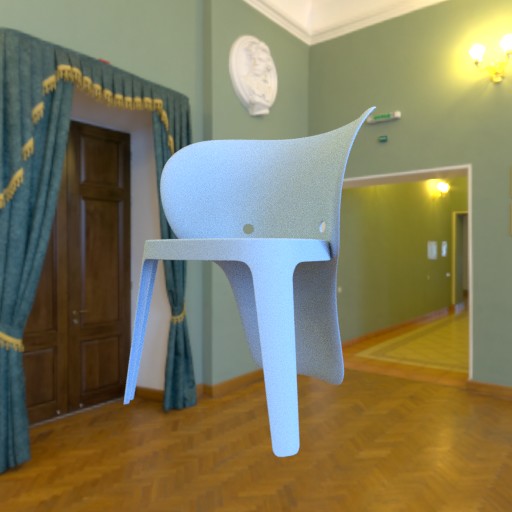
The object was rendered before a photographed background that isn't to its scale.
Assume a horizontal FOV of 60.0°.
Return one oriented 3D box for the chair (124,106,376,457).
[{"bbox_3d":[0.000,0.000,0.860,0.451,0.554,0.402,1,1,37],"label":"chair"}]
